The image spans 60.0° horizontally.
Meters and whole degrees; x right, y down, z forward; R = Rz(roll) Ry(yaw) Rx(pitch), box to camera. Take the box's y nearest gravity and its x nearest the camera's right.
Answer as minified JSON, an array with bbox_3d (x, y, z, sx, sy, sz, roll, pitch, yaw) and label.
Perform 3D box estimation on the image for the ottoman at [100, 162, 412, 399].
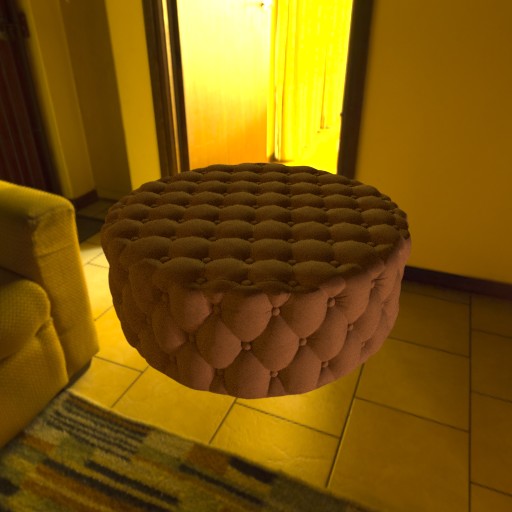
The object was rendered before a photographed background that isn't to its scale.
[{"bbox_3d":[0.000,0.000,1.543,0.998,0.399,0.998,0,30,0],"label":"ottoman"}]
